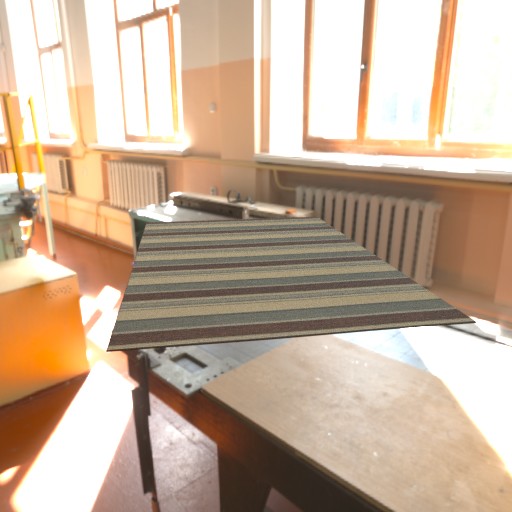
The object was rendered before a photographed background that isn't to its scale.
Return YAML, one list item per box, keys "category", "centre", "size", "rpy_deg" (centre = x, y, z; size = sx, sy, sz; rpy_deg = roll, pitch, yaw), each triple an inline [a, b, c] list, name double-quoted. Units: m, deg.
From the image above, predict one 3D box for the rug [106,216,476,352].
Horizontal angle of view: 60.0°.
- category: "rug"
  centre: [0.000, 0.000, 2.279]
  size: [1.219, 0.008, 1.829]
  rpy_deg: [-3, 17, -9]
